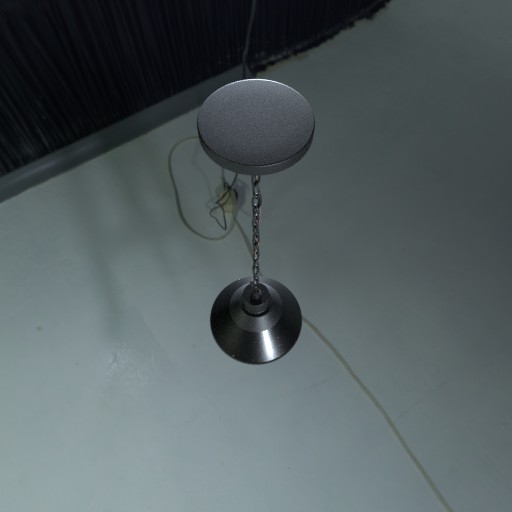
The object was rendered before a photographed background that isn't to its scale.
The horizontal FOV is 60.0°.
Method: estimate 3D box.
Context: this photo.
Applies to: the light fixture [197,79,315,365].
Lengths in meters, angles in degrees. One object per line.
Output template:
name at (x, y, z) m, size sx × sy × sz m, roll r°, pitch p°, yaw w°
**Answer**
light fixture at (0.000, 0.000, 0.709) m, size 0.201 × 0.588 × 0.201 m, roll -36°, pitch 68°, yaw -17°
